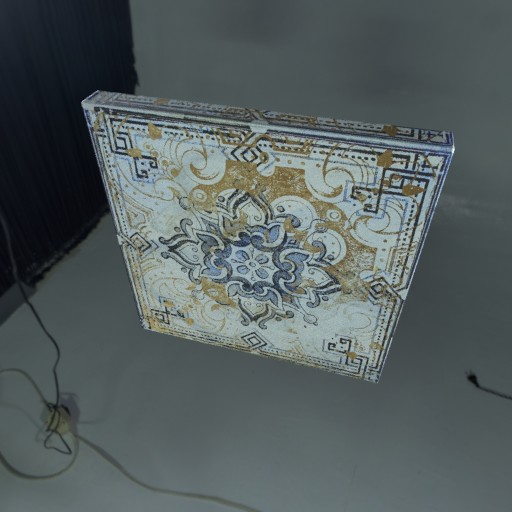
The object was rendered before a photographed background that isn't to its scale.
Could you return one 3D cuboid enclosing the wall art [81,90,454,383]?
[{"bbox_3d":[0.000,0.000,0.621,0.411,0.410,0.038,11,43,12],"label":"wall art"}]
